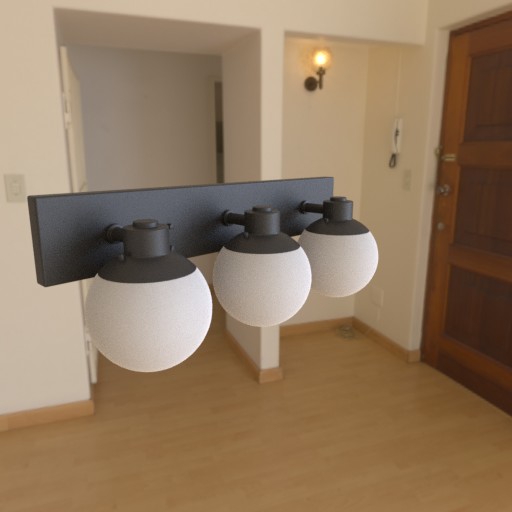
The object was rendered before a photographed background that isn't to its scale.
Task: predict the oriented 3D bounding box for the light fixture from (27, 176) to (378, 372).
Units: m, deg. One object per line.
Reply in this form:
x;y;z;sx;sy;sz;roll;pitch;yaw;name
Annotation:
0.000;0.000;0.844;0.218;0.263;0.721;13;18;43;light fixture
